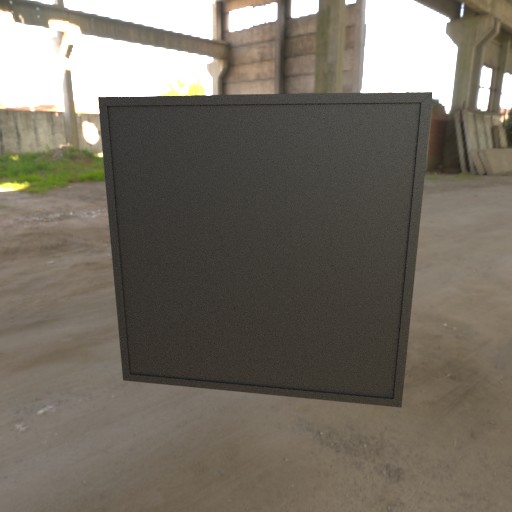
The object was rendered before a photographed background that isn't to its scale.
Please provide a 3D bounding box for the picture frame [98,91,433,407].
[{"bbox_3d":[0.000,0.000,1.130,0.775,0.775,0.032,3,16,9],"label":"picture frame"}]
